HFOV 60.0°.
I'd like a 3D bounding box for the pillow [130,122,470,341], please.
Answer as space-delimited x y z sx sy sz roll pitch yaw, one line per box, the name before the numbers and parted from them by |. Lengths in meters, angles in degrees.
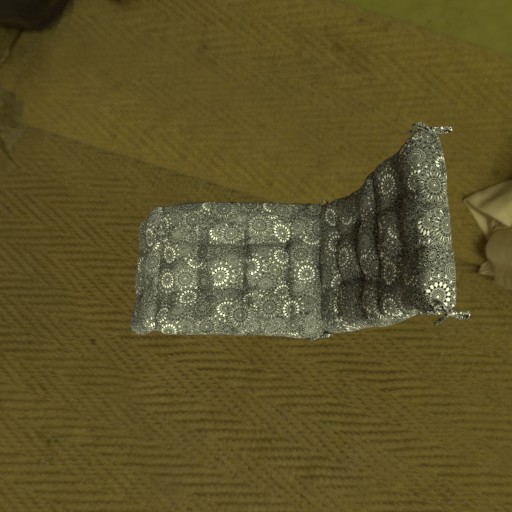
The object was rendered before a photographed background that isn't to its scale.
pillow | 0.000 0.000 1.483 1.016 0.863 0.526 1 75 0
